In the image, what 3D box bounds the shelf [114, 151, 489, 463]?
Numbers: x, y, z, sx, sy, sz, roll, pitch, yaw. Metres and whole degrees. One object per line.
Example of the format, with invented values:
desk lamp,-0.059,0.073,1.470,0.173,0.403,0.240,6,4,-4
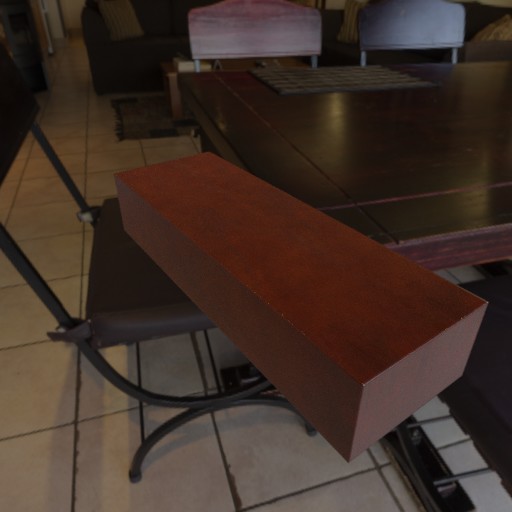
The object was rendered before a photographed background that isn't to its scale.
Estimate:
shelf,0.000,0.000,0.515,0.152,0.088,0.457,-21,38,-30
